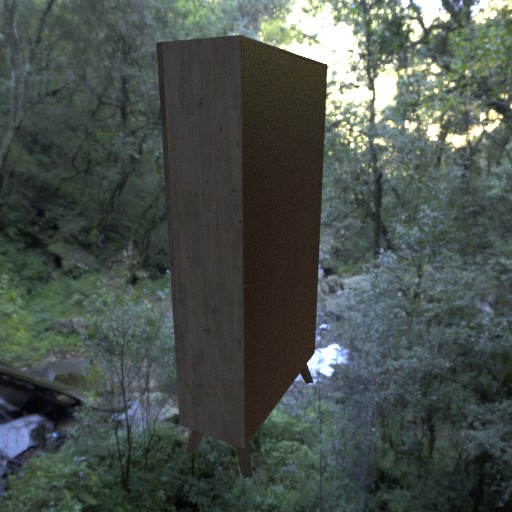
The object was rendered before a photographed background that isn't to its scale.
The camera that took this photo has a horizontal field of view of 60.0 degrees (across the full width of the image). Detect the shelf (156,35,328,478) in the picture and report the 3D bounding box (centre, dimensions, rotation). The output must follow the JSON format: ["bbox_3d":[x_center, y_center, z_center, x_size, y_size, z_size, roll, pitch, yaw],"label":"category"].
[{"bbox_3d":[0.000,0.000,1.767,0.308,1.471,0.748,8,19,25],"label":"shelf"}]
